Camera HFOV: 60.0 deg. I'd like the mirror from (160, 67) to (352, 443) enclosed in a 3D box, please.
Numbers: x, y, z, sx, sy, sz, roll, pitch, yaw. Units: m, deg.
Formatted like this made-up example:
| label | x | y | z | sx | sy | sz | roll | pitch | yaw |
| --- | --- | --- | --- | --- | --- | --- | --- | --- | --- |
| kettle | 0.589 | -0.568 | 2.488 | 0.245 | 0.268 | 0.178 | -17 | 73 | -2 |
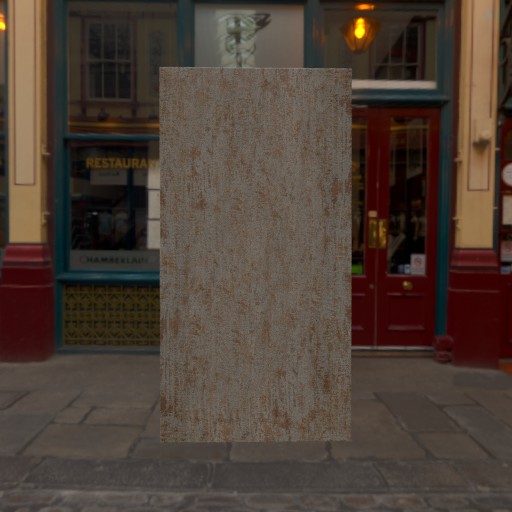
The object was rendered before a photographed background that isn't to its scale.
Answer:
| label | x | y | z | sx | sy | sz | roll | pitch | yaw |
| --- | --- | --- | --- | --- | --- | --- | --- | --- | --- |
| mirror | 0.000 | 0.000 | 1.106 | 0.472 | 0.922 | 0.027 | 0 | 1 | -1 |
